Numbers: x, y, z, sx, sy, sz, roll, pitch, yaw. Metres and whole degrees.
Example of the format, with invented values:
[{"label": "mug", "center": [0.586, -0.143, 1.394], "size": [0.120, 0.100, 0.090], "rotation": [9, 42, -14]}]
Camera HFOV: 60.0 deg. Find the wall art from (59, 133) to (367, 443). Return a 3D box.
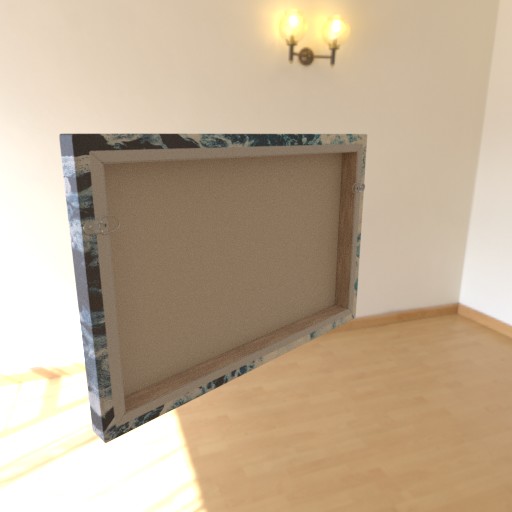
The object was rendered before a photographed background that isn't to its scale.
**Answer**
[{"label": "wall art", "center": [0.000, 0.000, 0.765], "size": [0.609, 0.407, 0.043], "rotation": [-15, 21, -43]}]
